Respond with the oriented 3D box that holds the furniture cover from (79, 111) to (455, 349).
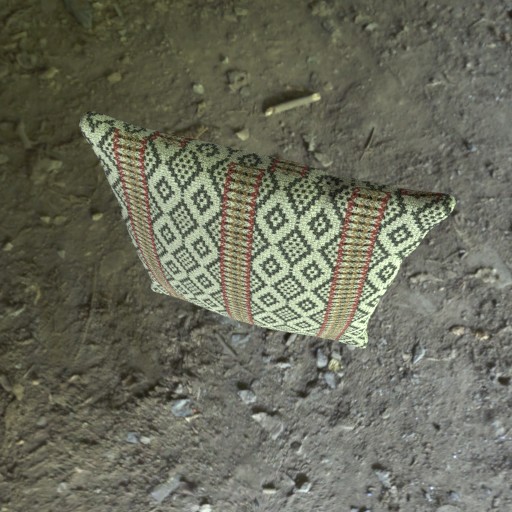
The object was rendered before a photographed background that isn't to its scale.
[{"bbox_3d":[0.000,0.000,0.784,0.503,0.506,0.182,15,60,9],"label":"furniture cover"}]
